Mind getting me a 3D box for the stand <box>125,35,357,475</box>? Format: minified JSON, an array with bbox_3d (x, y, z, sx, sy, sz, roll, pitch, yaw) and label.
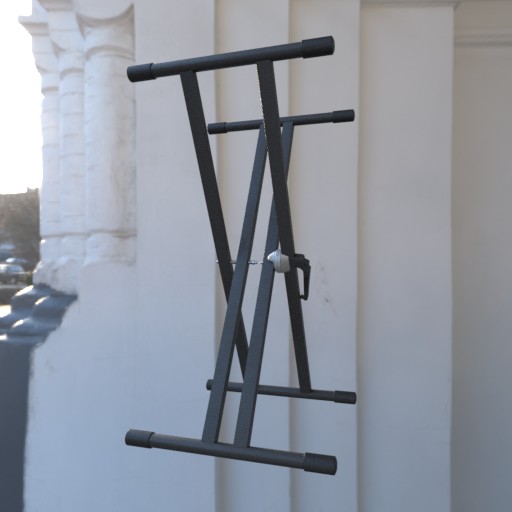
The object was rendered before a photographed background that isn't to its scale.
[{"bbox_3d":[0.000,0.000,1.205,0.495,0.900,0.503,0,-1,18],"label":"stand"}]
